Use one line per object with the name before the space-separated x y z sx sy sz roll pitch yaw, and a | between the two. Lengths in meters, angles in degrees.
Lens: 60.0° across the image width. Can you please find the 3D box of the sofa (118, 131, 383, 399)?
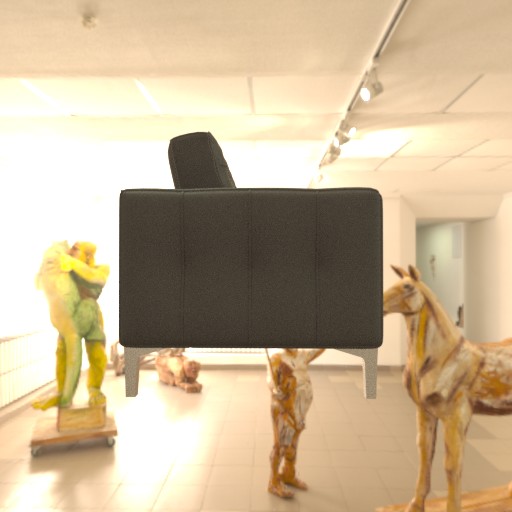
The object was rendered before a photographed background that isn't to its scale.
sofa | 0.000 0.000 2.188 0.833 0.893 1.726 0 -1 1
